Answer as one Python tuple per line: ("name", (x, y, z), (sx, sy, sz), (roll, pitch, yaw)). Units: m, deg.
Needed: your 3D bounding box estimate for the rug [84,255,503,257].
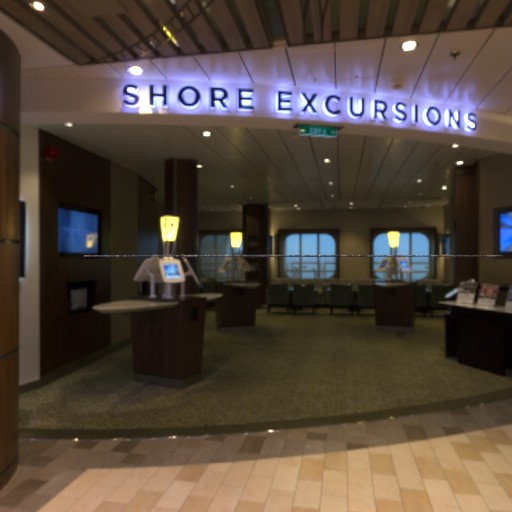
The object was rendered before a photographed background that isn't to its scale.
("rug", (0.000, 0.000, 2.232), (1.219, 0.005, 1.828), (0, 0, -35))
